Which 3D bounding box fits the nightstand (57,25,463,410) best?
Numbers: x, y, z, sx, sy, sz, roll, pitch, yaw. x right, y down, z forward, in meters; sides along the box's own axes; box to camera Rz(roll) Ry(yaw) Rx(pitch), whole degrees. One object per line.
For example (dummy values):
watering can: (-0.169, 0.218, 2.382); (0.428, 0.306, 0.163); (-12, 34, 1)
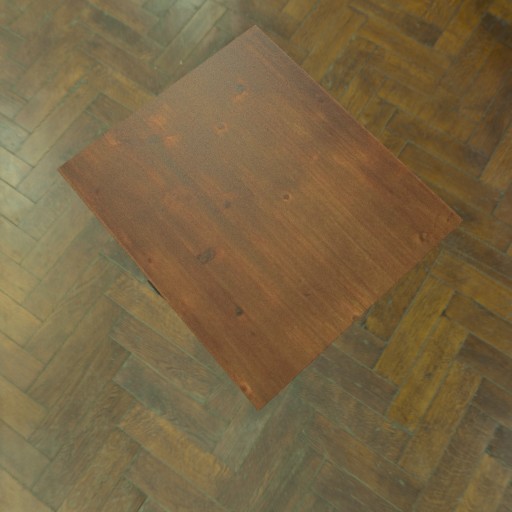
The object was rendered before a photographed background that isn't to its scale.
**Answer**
nightstand: (0.000, 0.000, 0.997); (0.410, 0.695, 0.465); (-40, 78, -10)
